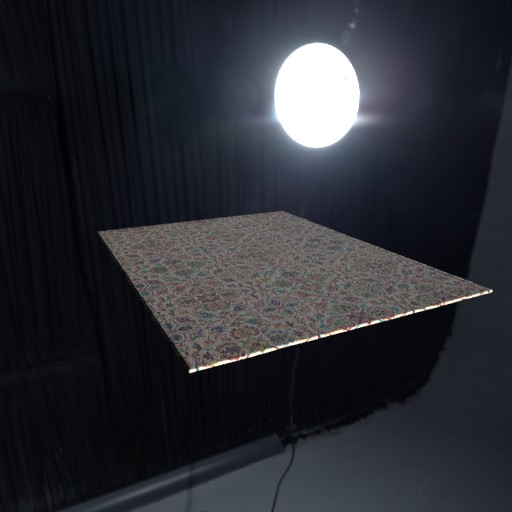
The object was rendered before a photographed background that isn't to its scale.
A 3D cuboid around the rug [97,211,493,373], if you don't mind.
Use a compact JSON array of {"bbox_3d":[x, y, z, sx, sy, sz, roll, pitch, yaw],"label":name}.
[{"bbox_3d":[0.000,0.000,4.228,2.446,0.020,3.215,-9,20,-26],"label":"rug"}]
